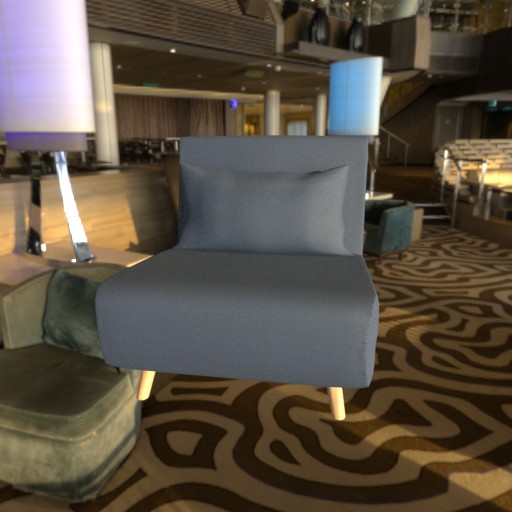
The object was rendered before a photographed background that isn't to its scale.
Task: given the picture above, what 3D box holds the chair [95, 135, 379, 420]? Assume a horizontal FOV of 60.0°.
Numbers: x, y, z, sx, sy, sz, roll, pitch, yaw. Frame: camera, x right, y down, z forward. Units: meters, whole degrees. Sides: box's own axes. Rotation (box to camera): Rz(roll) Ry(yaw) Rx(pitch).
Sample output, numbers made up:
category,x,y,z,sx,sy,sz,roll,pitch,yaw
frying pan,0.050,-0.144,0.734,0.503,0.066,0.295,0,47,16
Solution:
category,x,y,z,sx,sy,sz,roll,pitch,yaw
chair,0.000,0.000,1.526,0.770,0.808,0.900,2,15,9
